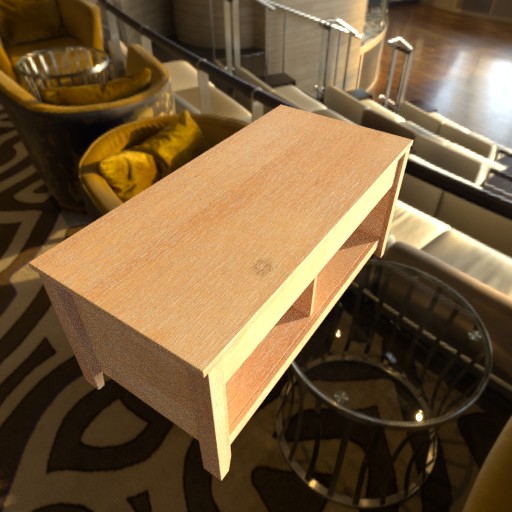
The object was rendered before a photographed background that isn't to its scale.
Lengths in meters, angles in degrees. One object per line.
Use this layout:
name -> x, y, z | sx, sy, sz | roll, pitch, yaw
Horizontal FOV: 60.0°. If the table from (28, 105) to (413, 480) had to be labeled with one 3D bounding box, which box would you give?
table -> 0.000, 0.000, 1.307 | 0.483, 0.457, 1.016 | 24, 47, 25
